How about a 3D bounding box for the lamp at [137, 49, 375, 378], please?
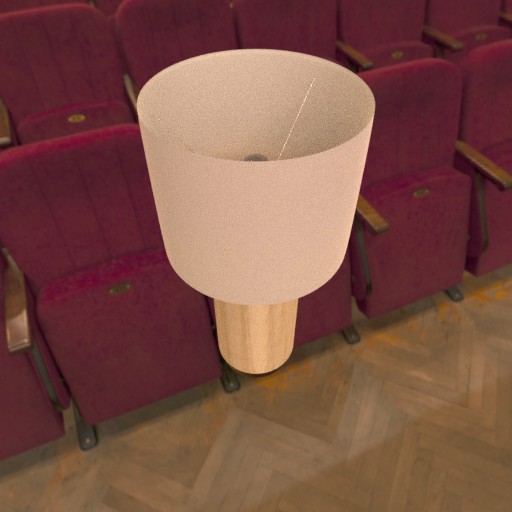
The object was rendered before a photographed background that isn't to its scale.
[{"bbox_3d":[0.000,0.000,0.586,0.228,0.444,0.228,-17,48,-16],"label":"lamp"}]
